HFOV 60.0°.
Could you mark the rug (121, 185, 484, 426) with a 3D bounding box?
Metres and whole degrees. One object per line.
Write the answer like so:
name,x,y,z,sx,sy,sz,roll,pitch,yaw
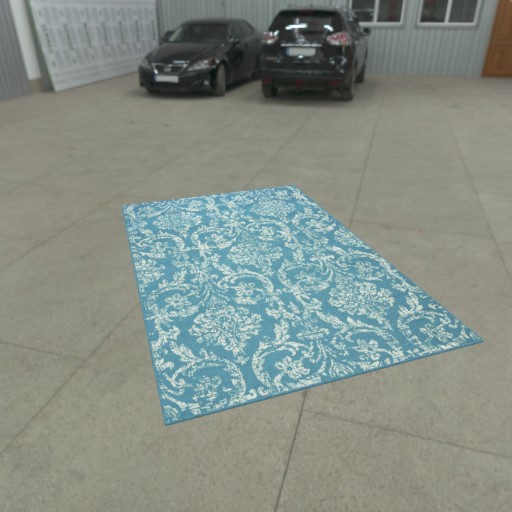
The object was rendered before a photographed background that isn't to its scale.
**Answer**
rug,0.000,0.000,3.408,1.816,0.018,2.746,-9,30,-16
